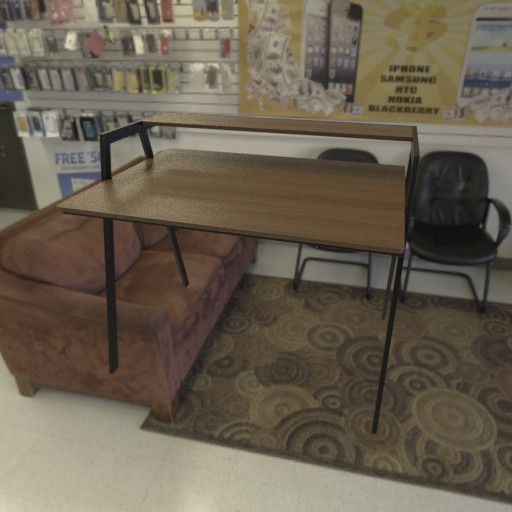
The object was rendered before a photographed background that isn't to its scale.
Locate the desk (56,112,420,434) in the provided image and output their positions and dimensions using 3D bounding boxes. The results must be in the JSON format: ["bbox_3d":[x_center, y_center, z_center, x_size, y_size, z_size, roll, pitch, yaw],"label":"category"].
[{"bbox_3d":[0.000,0.000,1.863,1.143,0.998,0.936,8,28,15],"label":"desk"}]
